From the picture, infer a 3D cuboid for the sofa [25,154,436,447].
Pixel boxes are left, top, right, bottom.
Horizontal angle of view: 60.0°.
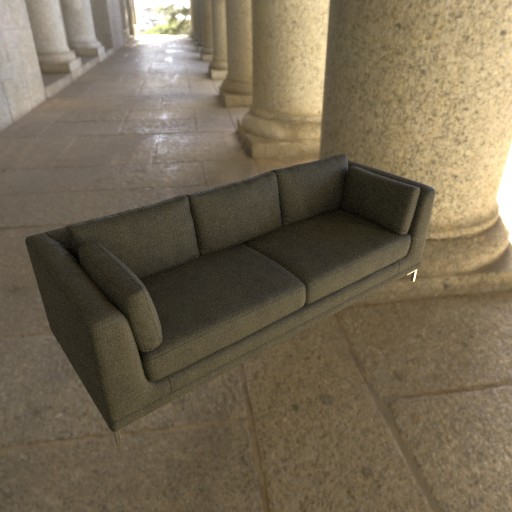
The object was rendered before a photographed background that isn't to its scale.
[{"bbox_3d":[0.000,0.000,2.854,2.415,0.867,0.969,-21,36,-32],"label":"sofa"}]
